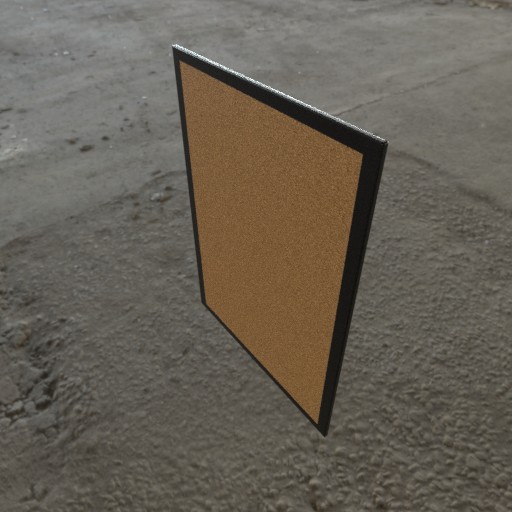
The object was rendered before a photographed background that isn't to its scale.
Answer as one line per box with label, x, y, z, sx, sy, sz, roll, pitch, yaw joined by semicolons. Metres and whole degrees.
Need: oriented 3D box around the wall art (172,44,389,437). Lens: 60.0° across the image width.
wall art;0.000;0.000;1.256;0.013;0.967;0.707;-26;47;-27
